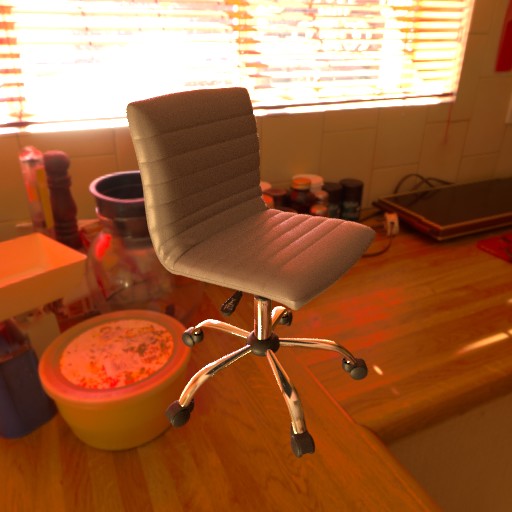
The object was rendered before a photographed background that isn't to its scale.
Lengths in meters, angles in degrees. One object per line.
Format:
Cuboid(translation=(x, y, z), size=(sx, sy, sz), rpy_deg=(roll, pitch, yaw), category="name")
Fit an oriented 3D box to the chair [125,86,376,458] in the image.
Cuboid(translation=(0.000, 0.000, 1.096), size=(0.542, 0.750, 0.569), rpy_deg=(17, 31, 31), category="chair")
